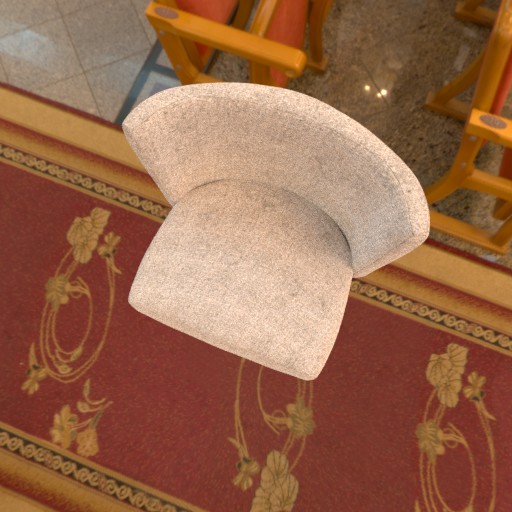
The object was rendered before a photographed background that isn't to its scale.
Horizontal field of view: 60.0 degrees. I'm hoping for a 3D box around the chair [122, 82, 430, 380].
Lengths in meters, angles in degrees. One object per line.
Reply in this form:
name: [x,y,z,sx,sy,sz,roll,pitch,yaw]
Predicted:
chair: [0.000,0.000,1.316,0.728,0.827,0.575,21,75,6]
